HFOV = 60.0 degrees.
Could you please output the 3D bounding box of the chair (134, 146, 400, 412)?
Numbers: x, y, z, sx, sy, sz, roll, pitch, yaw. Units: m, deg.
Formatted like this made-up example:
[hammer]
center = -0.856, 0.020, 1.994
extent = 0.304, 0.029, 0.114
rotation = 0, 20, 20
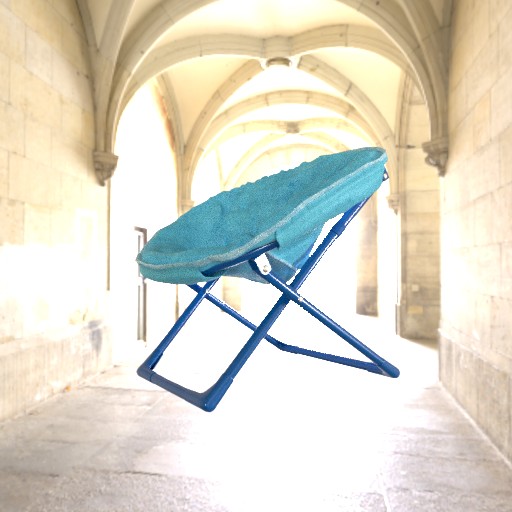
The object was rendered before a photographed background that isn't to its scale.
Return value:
[chair]
center = 0.000, 0.000, 0.880
extent = 0.465, 0.478, 0.520
rotation = 1, -1, -36
